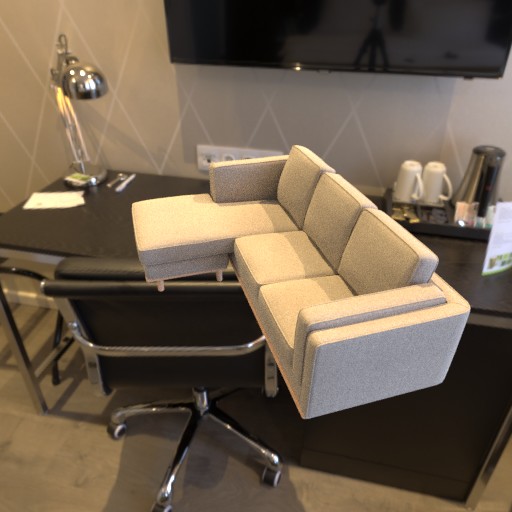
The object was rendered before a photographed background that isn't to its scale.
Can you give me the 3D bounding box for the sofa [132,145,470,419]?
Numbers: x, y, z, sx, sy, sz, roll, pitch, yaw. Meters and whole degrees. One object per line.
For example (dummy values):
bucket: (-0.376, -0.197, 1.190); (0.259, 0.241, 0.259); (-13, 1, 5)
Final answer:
sofa: (0.000, 0.000, 3.134); (1.604, 0.929, 2.411); (-9, 33, -14)
